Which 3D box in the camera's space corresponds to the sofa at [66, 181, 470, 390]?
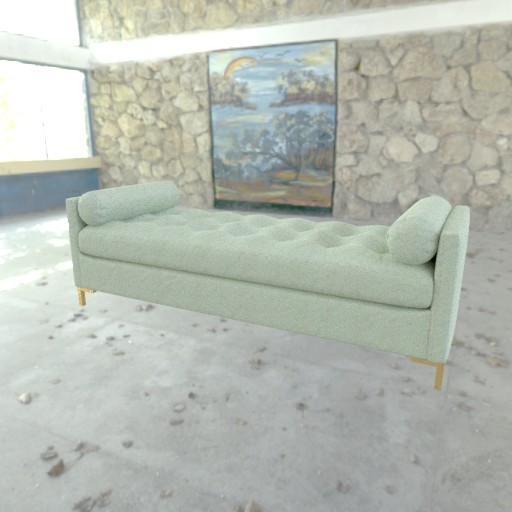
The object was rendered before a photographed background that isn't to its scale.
[{"bbox_3d":[0.000,0.000,2.479,2.102,0.705,0.796,8,17,26],"label":"sofa"}]
